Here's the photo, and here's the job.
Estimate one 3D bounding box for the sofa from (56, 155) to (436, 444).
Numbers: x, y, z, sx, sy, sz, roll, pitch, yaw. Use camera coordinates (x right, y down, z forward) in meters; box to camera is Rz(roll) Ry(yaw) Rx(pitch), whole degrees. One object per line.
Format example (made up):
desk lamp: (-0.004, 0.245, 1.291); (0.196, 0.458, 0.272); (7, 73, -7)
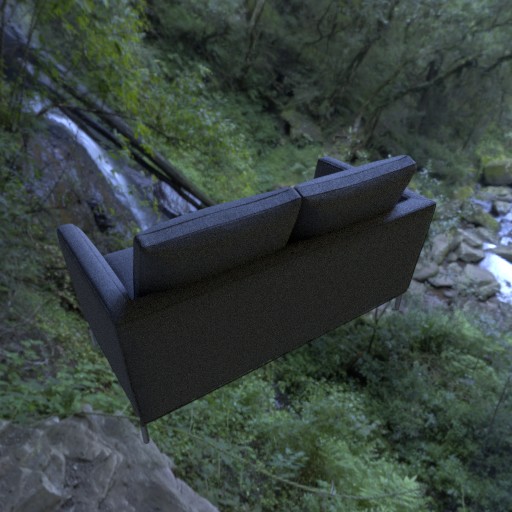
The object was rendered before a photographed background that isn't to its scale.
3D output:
sofa: (0.000, 0.000, 2.154); (1.594, 0.924, 0.803); (-20, 38, -28)
